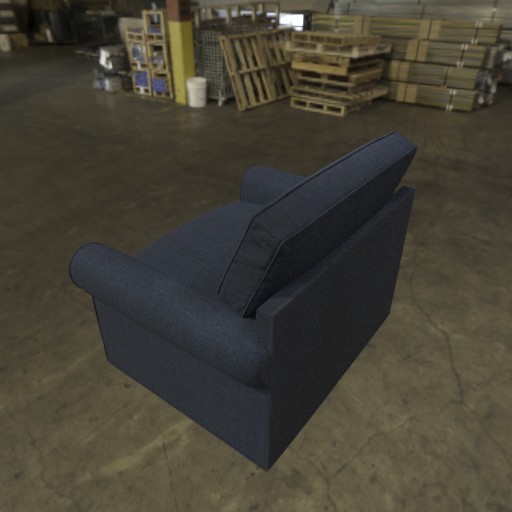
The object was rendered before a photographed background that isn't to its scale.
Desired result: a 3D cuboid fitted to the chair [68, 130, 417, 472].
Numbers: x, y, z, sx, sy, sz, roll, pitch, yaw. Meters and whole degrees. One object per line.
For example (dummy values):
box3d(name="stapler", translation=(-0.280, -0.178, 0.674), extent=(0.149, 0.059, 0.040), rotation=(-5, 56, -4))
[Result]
box3d(name="chair", translation=(0.000, 0.000, 1.982), extent=(0.963, 1.044, 1.285), rotation=(22, 38, 31))
